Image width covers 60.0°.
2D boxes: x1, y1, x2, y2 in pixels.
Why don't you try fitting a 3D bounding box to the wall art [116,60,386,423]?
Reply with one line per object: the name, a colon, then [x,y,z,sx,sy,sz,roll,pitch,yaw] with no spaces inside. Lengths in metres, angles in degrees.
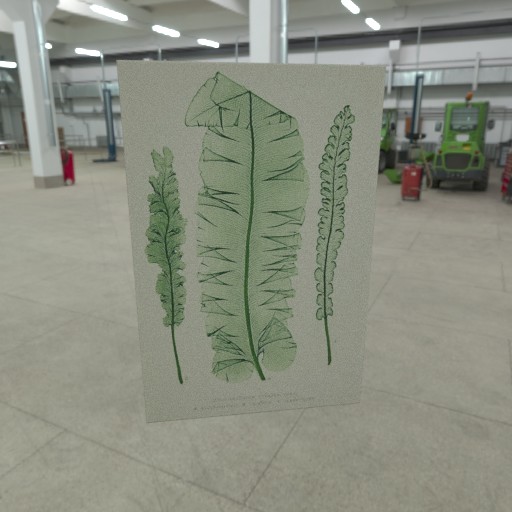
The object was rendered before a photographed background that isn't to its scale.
wall art: [0.000,0.000,1.141,0.610,0.914,0.038,-2,17,-8]
